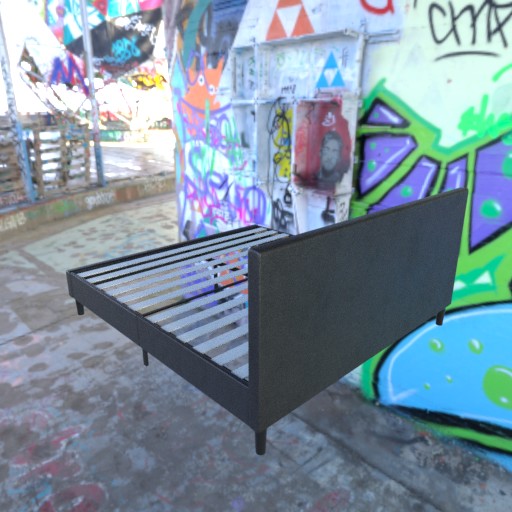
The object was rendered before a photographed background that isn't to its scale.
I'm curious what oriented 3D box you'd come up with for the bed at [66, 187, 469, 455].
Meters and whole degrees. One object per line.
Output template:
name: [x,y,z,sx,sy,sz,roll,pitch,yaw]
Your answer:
bed: [0.000,0.000,3.298,2.018,1.046,2.152,-17,25,-41]
